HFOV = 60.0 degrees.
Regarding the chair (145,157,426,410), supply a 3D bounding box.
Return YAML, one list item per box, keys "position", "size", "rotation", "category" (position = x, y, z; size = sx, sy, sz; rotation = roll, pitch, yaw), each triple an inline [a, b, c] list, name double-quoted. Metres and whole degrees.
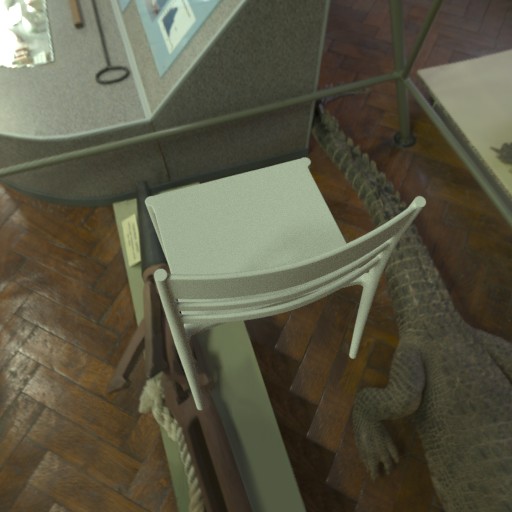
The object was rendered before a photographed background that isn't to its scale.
- position: [0.000, 0.000, 1.162]
  size: [0.531, 0.800, 0.511]
  rotation: [-16, 61, -9]
  category: "chair"
